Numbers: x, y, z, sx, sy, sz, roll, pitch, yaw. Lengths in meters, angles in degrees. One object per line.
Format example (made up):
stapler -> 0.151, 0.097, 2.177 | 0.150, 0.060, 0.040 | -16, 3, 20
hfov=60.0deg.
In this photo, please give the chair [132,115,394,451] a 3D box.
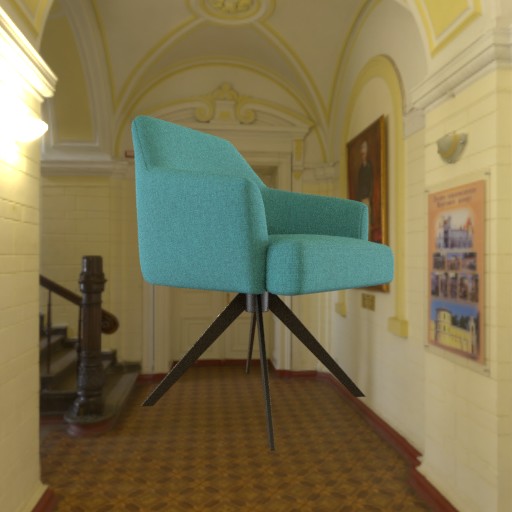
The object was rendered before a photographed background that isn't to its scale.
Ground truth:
chair -> 0.000, 0.000, 1.338 | 0.677, 0.874, 0.642 | 0, 0, 38
